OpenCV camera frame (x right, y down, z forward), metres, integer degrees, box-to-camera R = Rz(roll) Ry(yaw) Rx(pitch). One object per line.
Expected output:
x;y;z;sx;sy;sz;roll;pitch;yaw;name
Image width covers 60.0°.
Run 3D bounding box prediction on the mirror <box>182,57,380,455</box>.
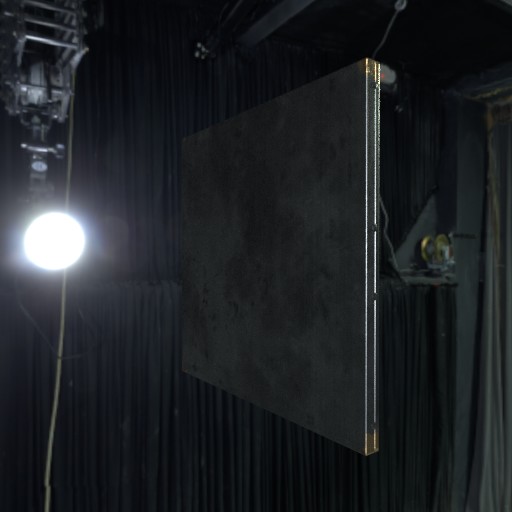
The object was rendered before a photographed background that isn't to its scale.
0.000;0.000;0.582;0.020;0.381;0.382;0;1;-37;mirror
